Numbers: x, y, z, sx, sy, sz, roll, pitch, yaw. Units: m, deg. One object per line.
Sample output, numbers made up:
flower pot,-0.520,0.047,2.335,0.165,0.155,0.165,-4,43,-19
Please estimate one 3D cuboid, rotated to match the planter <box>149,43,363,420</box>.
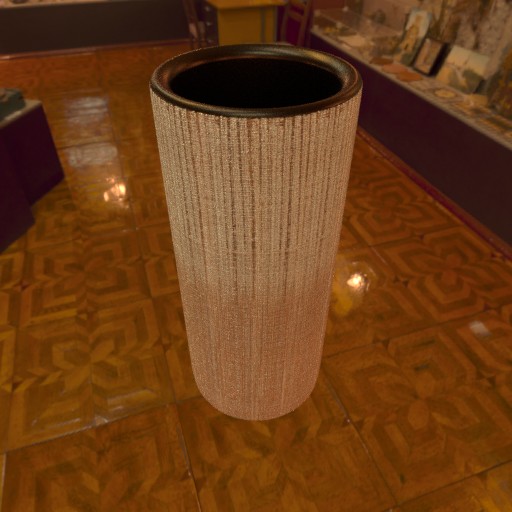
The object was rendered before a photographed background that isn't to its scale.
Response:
planter,0.000,0.000,0.282,0.100,0.227,0.100,-11,41,-13
